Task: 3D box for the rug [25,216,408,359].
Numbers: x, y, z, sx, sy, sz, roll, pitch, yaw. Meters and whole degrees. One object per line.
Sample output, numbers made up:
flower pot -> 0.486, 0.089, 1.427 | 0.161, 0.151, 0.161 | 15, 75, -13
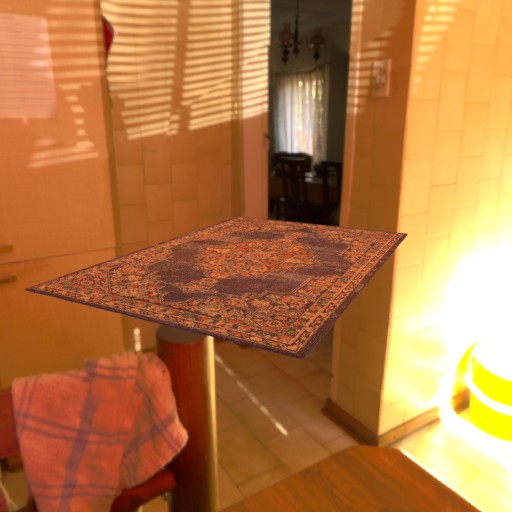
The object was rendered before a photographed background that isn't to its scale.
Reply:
rug -> 0.000, 0.000, 3.818 | 2.053, 0.011, 2.940 | 8, 18, 26
